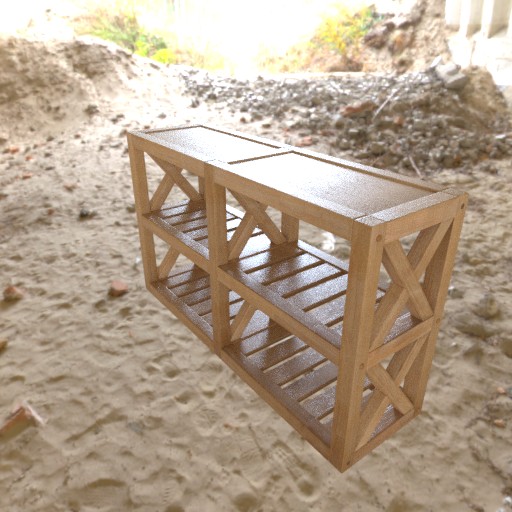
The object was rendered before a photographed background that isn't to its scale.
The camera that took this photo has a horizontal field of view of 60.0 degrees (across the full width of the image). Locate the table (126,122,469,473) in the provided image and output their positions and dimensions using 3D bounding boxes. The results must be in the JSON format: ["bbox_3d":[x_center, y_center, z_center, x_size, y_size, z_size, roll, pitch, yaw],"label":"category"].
[{"bbox_3d":[0.000,0.000,1.665,0.381,0.762,1.320,-19,32,-33],"label":"table"}]
